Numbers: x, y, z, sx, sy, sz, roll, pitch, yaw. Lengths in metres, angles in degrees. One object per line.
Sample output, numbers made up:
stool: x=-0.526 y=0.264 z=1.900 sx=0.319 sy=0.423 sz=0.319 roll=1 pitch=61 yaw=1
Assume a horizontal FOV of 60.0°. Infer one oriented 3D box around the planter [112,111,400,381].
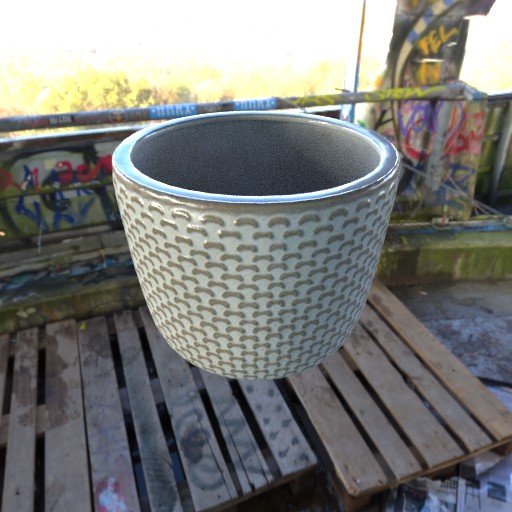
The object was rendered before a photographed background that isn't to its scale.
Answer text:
planter: x=0.000 y=0.000 z=0.312 sx=0.173 sy=0.160 sz=0.173 roll=0 pitch=32 yaw=0
